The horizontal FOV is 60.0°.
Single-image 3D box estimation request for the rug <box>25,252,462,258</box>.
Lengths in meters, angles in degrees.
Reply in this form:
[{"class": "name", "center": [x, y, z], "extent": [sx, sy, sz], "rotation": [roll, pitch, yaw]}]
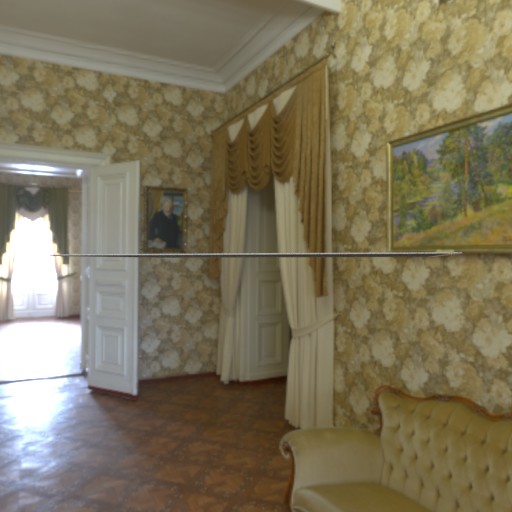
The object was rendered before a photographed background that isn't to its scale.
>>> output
[{"class": "rug", "center": [0.000, 0.000, 3.711], "extent": [2.895, 0.006, 1.981], "rotation": [0, -1, 17]}]
